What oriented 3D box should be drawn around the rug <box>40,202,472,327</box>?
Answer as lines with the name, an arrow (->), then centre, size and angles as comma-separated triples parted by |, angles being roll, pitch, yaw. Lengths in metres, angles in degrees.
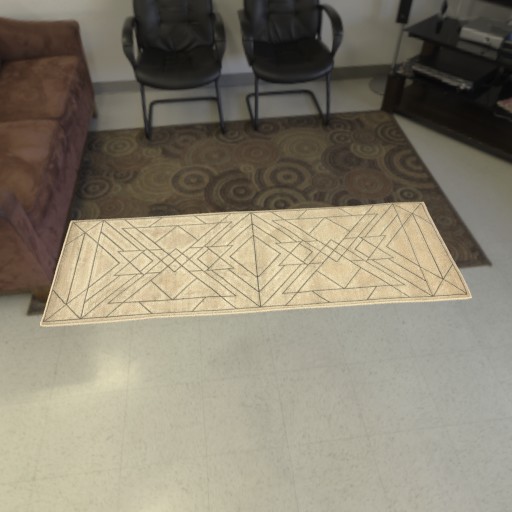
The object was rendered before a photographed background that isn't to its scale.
rug -> 0.000, 0.000, 2.702 | 2.381, 0.036, 0.831 | -3, 47, -3
